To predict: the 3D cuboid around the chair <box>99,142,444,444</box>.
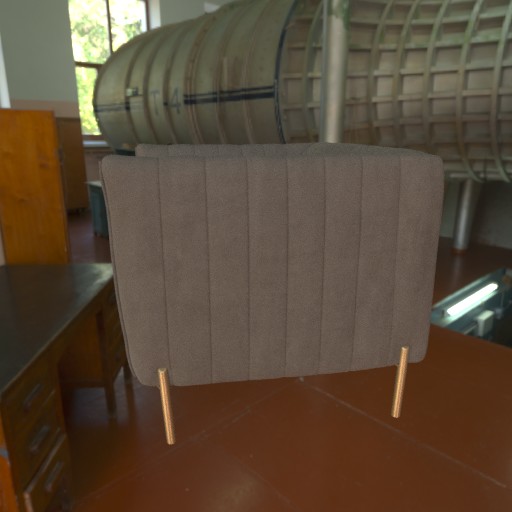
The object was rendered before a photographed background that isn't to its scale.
[{"bbox_3d":[0.000,0.000,1.593,0.873,0.779,0.981,-3,16,-9],"label":"chair"}]
